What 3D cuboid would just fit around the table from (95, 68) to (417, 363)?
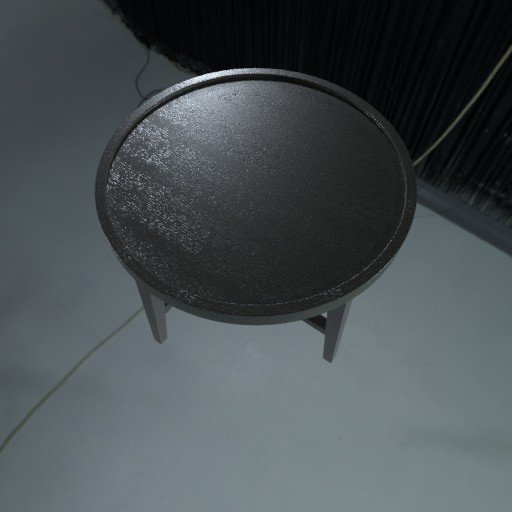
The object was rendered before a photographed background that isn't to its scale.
[{"bbox_3d":[0.000,0.000,0.925,0.500,0.531,0.500,0,59,0],"label":"table"}]
